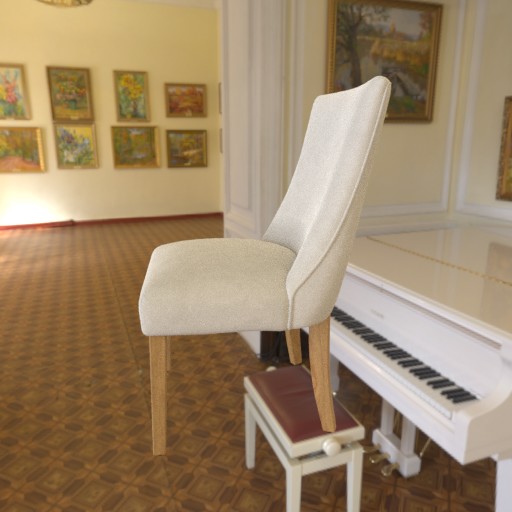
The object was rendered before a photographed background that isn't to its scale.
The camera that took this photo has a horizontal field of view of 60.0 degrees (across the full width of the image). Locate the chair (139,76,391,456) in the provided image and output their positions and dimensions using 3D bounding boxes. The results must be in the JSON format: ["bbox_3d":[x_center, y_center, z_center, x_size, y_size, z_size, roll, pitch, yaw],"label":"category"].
[{"bbox_3d":[0.000,0.000,1.246,0.610,0.902,0.495,-2,15,-8],"label":"chair"}]
